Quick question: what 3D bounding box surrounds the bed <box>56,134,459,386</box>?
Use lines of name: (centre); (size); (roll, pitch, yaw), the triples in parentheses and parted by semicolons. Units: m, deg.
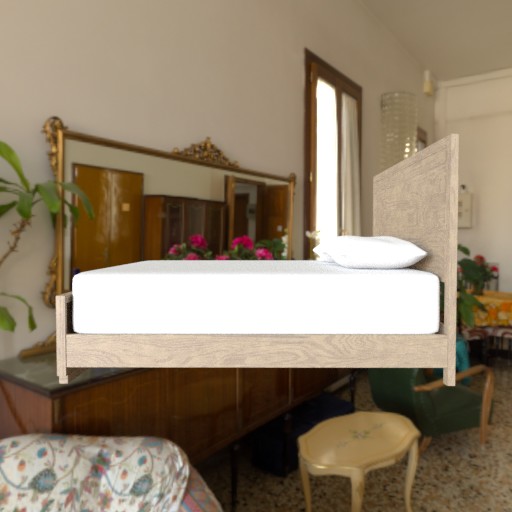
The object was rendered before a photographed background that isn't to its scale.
bed: (0.000, 0.000, 3.212); (2.189, 1.369, 1.606); (0, 2, 0)
